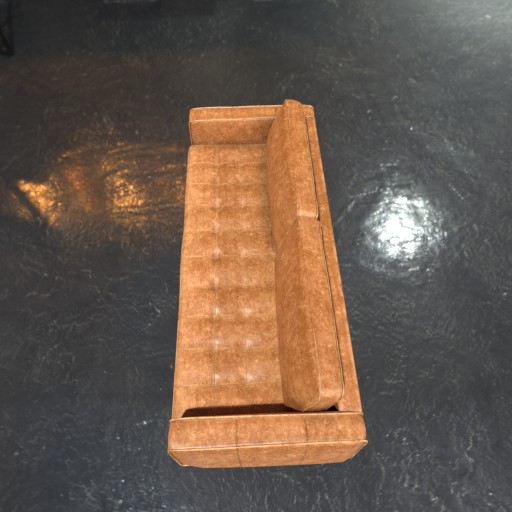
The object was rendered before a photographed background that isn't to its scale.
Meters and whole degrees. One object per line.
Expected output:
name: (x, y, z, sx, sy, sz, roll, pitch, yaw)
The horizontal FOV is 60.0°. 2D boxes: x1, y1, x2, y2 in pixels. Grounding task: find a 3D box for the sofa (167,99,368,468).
sofa: (0.000, 0.000, 2.600, 0.886, 0.779, 2.199, -2, 57, -1)
